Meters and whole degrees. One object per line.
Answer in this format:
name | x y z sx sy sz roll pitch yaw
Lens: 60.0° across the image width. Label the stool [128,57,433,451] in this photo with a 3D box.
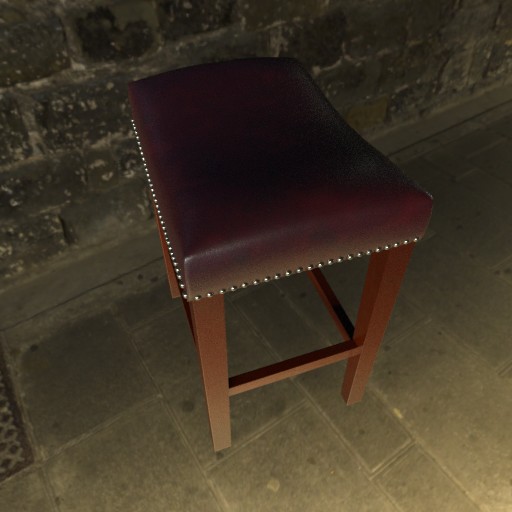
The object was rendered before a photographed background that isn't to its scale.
stool | 0.000 0.000 0.951 0.372 0.657 0.504 -14 48 -13
